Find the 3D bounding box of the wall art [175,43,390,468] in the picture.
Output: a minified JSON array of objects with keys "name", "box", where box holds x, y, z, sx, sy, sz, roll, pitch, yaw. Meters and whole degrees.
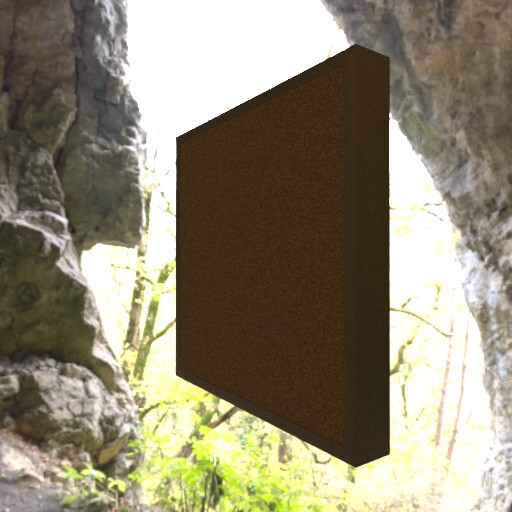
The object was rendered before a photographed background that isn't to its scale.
[{"name":"wall art","box":[0.000,0.000,0.454,0.038,0.305,0.304,0,0,-35]}]
